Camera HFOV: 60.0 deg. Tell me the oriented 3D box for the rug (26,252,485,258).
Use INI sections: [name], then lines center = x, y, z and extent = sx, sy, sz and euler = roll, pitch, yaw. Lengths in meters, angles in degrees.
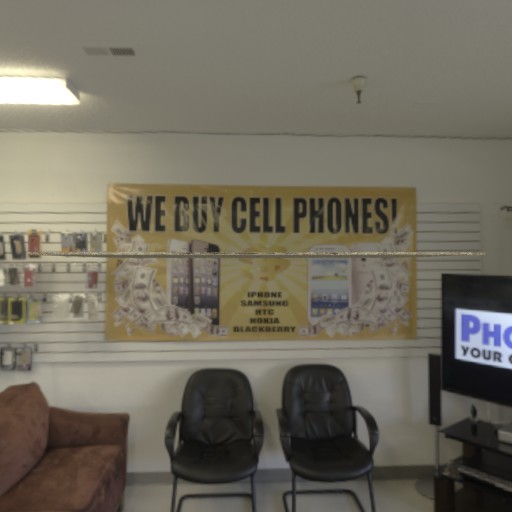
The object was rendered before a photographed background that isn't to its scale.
[rug]
center = 0.000, 0.000, 3.120
extent = 2.444, 0.012, 1.530
euler = 0, -1, 0
